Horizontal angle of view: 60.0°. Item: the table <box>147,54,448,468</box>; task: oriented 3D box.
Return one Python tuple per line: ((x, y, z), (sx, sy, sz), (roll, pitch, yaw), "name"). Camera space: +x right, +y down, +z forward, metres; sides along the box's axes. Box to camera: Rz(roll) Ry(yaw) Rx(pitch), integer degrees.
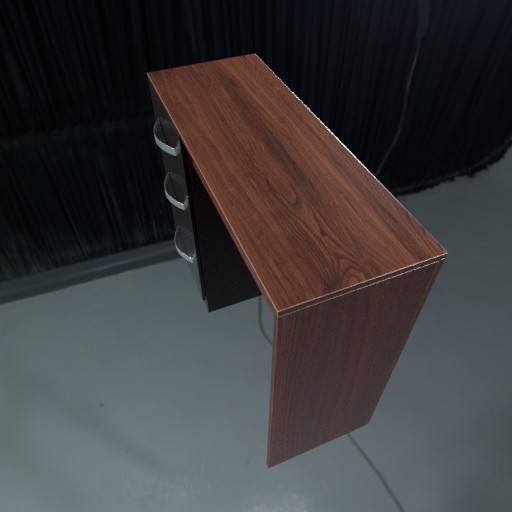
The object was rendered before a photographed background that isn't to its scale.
((0.000, 0.000, 1.345), (0.380, 0.790, 0.930), (-17, 50, -15), "table")
